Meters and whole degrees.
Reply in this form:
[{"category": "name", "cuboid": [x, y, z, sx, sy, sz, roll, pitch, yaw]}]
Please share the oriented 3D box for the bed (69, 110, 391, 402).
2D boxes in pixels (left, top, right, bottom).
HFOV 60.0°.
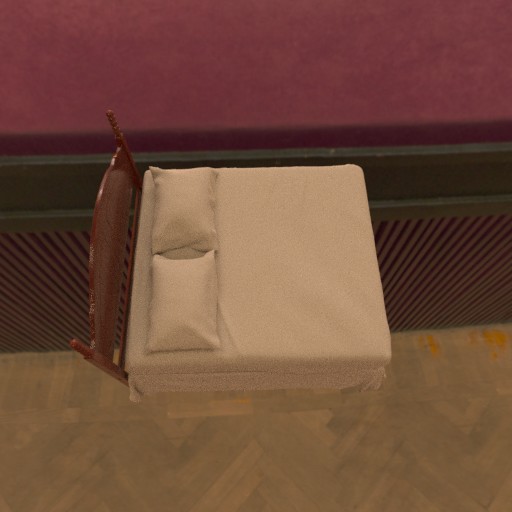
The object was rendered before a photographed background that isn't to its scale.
[{"category": "bed", "cuboid": [0.000, 0.000, 3.297, 2.040, 1.356, 1.873, -1, 65, -1]}]
